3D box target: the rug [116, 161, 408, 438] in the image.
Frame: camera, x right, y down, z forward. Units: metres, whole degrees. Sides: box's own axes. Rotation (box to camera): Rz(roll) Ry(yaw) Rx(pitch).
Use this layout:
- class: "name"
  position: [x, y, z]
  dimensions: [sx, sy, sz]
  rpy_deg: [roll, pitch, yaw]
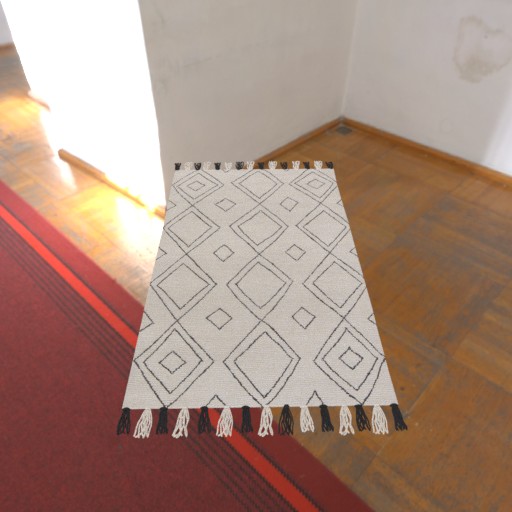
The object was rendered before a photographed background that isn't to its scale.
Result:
- class: "rug"
  position: [0.000, 0.000, 3.282]
  dimensions: [1.524, 0.021, 2.755]
  rpy_deg: [-1, 42, -1]
